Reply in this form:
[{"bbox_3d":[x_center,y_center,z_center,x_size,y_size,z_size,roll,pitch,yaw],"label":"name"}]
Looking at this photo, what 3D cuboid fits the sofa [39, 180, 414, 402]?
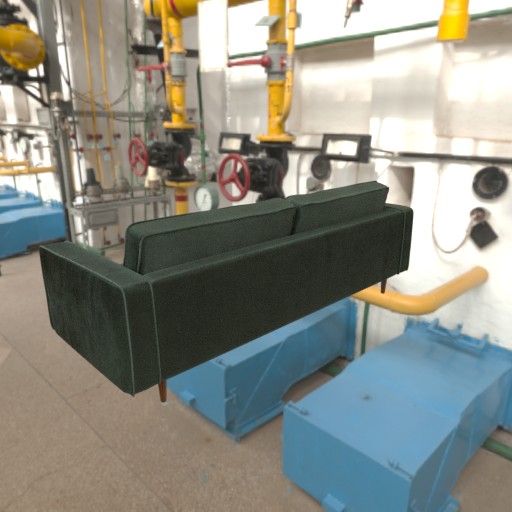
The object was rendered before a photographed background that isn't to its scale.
[{"bbox_3d":[0.000,0.000,2.669,2.214,0.781,0.886,-16,23,-41],"label":"sofa"}]
